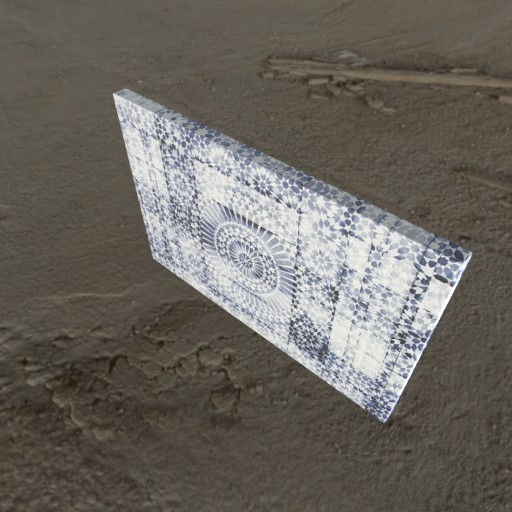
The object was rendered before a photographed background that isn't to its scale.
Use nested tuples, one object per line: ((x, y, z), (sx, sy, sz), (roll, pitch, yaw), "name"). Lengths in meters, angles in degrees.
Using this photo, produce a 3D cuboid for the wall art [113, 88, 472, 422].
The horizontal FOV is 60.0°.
((0.000, 0.000, 0.765), (0.608, 0.406, 0.030), (32, 54, 26), "wall art")
